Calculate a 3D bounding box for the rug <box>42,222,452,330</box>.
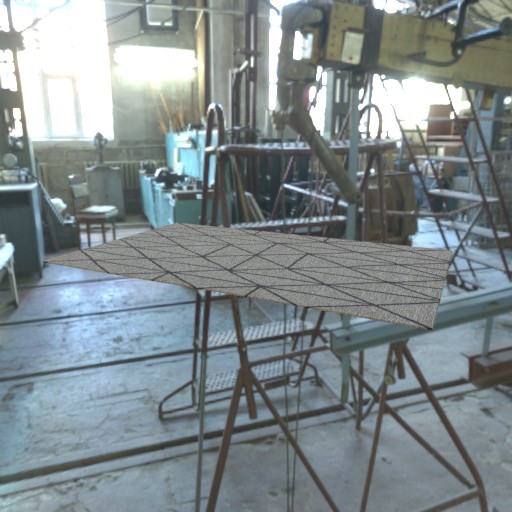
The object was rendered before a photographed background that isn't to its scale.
[{"bbox_3d":[0.000,0.000,3.115,2.465,0.008,1.526,7,17,25],"label":"rug"}]
